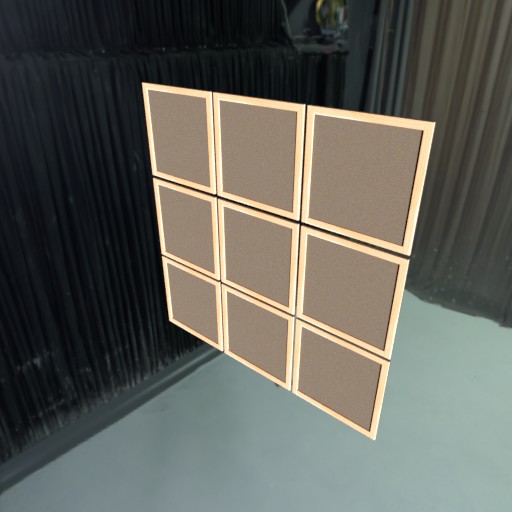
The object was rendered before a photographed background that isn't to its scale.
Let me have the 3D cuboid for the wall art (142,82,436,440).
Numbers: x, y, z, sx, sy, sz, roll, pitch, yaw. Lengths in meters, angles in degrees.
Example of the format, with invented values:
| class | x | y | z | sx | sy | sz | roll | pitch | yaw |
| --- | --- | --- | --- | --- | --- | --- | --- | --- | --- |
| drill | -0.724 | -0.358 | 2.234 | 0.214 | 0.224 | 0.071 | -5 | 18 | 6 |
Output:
| class | x | y | z | sx | sy | sz | roll | pitch | yaw |
| --- | --- | --- | --- | --- | --- | --- | --- | --- | --- |
| wall art | 0.000 | 0.000 | 1.790 | 1.216 | 1.218 | 0.013 | 22 | 35 | 34 |
